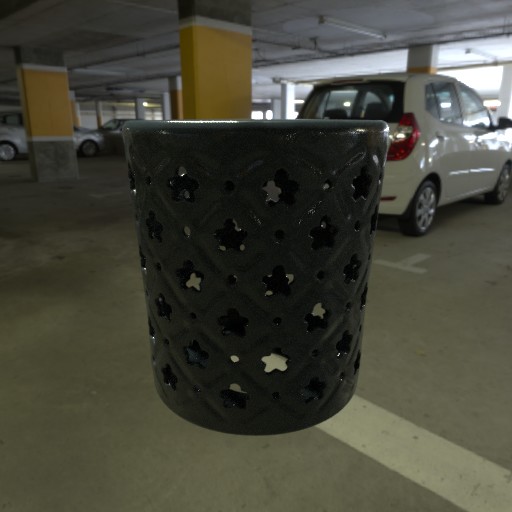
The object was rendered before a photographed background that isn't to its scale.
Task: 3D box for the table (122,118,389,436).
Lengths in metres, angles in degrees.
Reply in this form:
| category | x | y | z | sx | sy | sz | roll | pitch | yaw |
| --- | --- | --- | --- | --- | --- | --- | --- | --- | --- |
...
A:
| category | x | y | z | sx | sy | sz | roll | pitch | yaw |
| --- | --- | --- | --- | --- | --- | --- | --- | --- | --- |
| table | 0.000 | 0.000 | 0.654 | 0.352 | 0.387 | 0.352 | 0 | 16 | 0 |
